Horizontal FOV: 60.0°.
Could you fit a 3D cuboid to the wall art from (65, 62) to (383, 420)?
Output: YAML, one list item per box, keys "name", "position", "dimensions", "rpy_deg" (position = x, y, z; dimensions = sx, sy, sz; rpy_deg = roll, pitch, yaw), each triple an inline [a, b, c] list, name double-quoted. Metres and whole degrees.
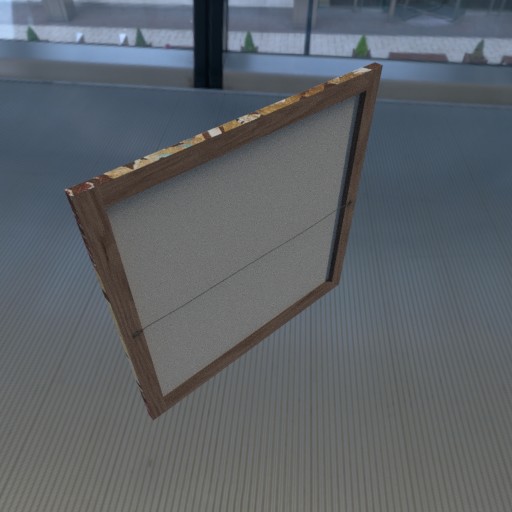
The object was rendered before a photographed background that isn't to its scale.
- name: "wall art"
  position: [0.000, 0.000, 1.119]
  dimensions: [0.757, 0.762, 0.028]
  rpy_deg: [-31, 53, -28]
